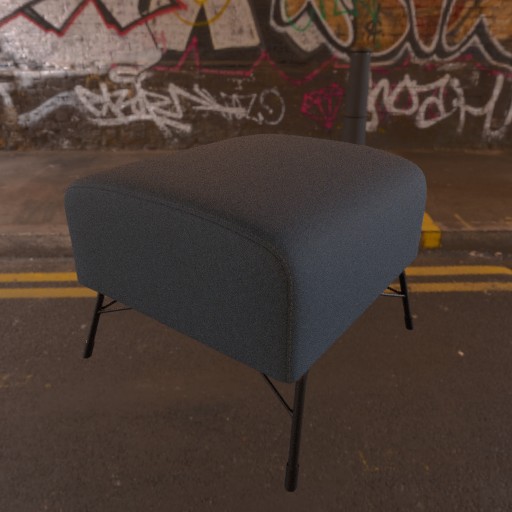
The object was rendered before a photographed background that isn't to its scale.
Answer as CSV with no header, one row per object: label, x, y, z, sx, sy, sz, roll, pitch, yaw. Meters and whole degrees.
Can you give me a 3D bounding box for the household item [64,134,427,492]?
household item,0.000,0.000,0.894,0.530,0.420,0.530,18,31,33
